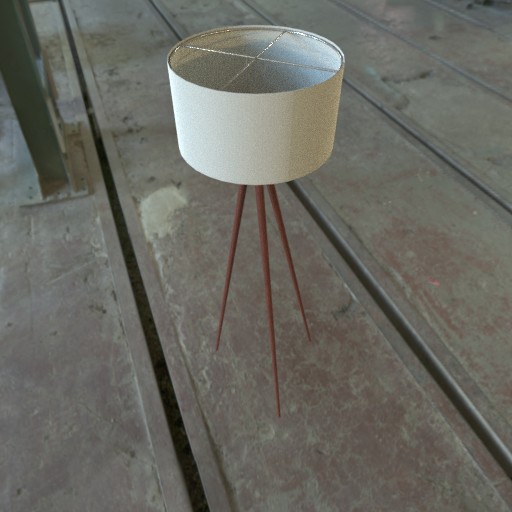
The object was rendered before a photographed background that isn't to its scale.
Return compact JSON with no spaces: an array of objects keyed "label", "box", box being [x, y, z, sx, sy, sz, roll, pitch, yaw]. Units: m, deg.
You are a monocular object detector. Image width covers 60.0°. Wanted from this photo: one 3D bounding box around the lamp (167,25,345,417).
[{"label":"lamp","box":[0.000,0.000,1.760,0.483,1.553,0.483,17,47,16]}]
